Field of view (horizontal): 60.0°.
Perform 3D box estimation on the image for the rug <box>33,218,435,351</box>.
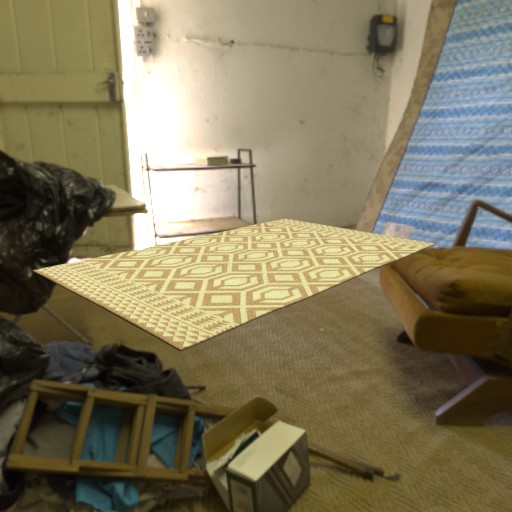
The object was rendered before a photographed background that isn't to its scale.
[{"bbox_3d":[0.000,0.000,3.094,1.526,0.011,2.435,14,21,42],"label":"rug"}]
